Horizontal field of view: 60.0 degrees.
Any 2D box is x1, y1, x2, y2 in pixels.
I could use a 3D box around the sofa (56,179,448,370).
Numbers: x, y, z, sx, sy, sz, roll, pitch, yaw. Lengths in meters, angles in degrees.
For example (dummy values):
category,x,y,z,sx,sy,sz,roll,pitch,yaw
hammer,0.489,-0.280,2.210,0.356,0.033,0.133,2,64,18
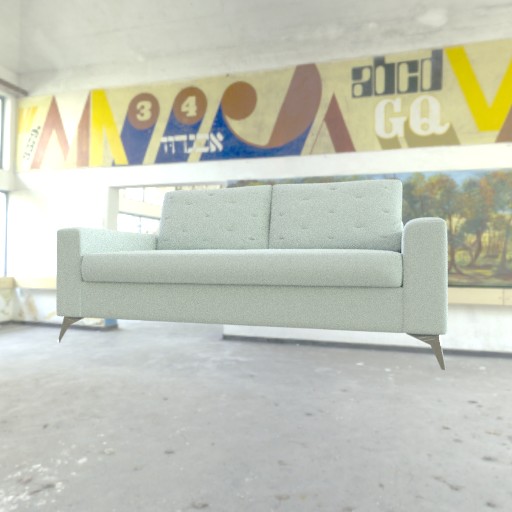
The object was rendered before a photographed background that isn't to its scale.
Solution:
category,x,y,z,sx,sy,sz,roll,pitch,yaw
sofa,0.000,0.000,2.159,1.650,0.790,0.920,0,0,18
